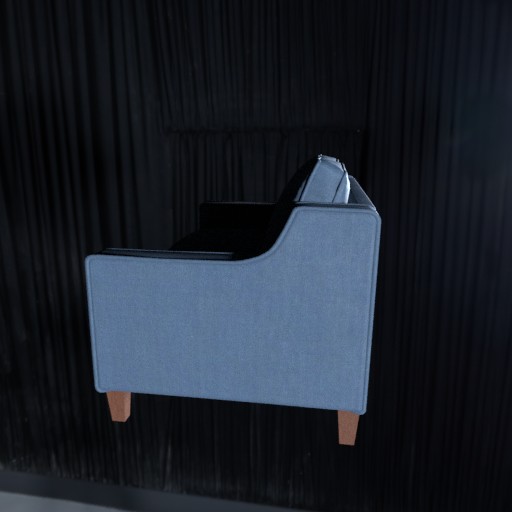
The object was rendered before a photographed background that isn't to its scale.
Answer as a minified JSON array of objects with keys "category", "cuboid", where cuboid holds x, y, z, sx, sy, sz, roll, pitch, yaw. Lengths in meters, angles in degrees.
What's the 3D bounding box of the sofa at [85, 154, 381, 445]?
[{"category":"sofa","cuboid":[0.000,0.000,2.173,0.987,0.971,1.501,2,14,9]}]
